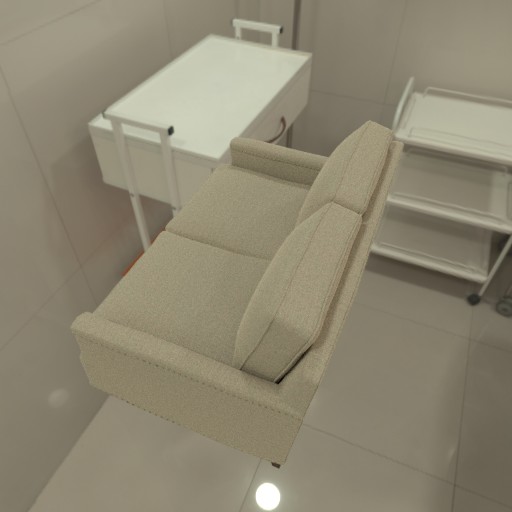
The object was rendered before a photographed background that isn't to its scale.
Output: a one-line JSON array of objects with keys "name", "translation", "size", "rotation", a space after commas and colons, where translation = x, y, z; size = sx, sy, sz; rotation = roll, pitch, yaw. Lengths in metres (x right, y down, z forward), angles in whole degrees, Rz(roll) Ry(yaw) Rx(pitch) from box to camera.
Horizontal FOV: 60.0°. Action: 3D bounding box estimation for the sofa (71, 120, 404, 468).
[{"name": "sofa", "translation": [0.000, 0.000, 2.232], "size": [1.084, 1.003, 1.597], "rotation": [17, 48, 16]}]
